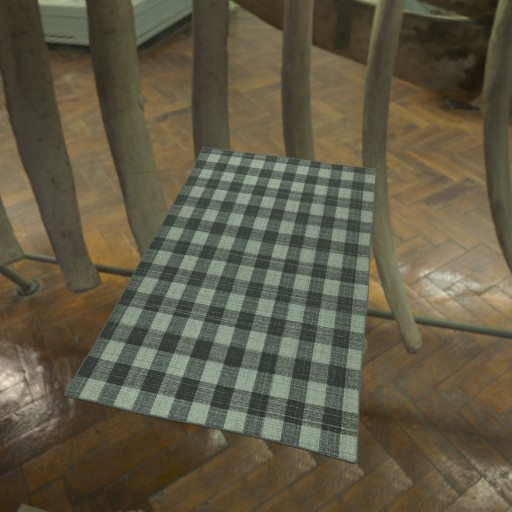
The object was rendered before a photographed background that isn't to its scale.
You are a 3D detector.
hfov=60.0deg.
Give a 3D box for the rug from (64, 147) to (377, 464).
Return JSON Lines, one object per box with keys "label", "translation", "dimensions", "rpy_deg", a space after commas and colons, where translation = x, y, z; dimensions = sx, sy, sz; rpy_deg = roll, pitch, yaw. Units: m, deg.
{"label": "rug", "translation": [0.000, 0.000, 3.060], "dimensions": [1.554, 0.011, 2.476], "rpy_deg": [9, 47, 9]}
